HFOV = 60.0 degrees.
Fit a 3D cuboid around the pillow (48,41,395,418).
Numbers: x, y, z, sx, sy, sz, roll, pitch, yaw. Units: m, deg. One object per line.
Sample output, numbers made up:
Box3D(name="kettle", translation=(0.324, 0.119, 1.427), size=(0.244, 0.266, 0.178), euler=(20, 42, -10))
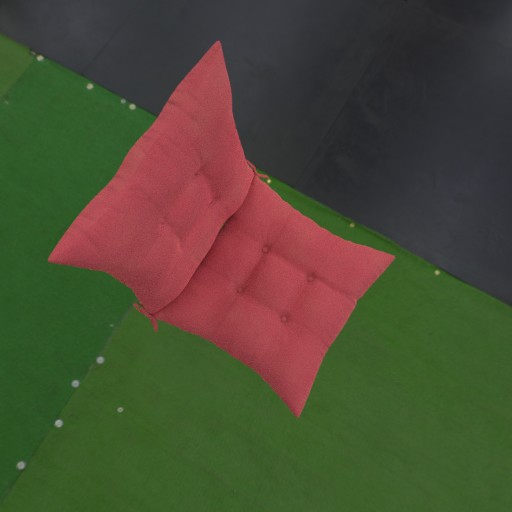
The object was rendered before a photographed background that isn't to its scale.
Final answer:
Box3D(name="pillow", translation=(0.000, 0.000, 0.997), size=(0.585, 0.536, 0.541), euler=(32, 78, 8))
